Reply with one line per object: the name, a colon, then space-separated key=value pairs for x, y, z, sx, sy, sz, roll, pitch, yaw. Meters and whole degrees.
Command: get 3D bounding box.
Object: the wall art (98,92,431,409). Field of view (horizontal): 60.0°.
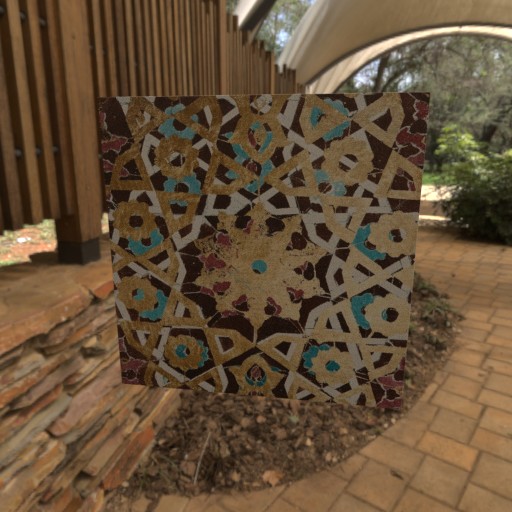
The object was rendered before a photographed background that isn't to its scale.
wall art: x=0.000 y=0.000 z=0.898 sx=0.609 sy=0.613 sz=0.041 roll=2 pitch=15 yaw=9
